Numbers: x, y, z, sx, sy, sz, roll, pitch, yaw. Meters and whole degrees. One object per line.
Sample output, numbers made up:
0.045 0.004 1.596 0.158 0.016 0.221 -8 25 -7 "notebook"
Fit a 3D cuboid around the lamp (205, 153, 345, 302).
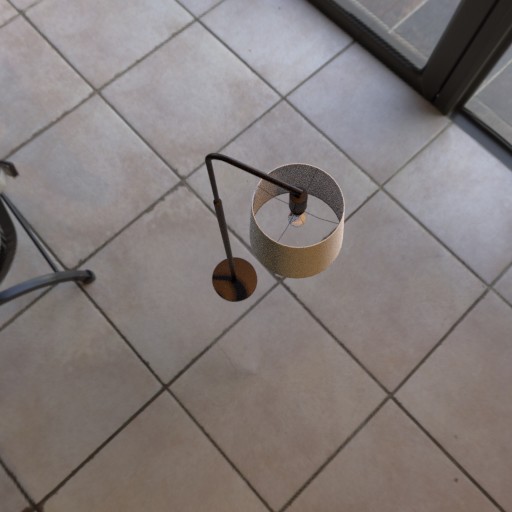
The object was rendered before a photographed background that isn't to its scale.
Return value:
0.000 0.000 1.688 0.508 1.478 0.254 27 77 7 "lamp"
